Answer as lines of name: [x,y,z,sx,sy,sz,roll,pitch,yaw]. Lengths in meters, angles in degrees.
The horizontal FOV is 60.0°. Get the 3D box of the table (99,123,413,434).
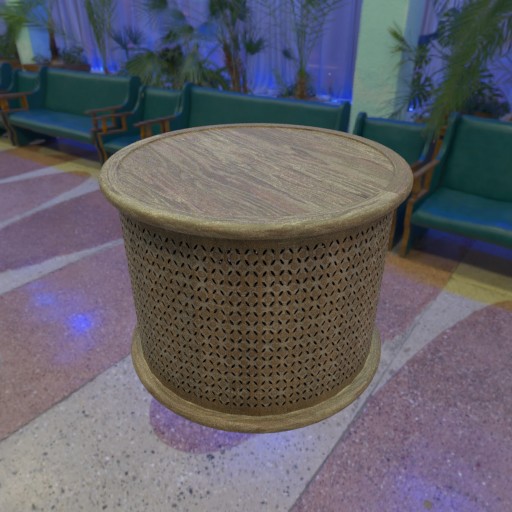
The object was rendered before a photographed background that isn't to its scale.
table: [0.000,0.000,1.001,0.607,0.450,0.607,0,30,0]
